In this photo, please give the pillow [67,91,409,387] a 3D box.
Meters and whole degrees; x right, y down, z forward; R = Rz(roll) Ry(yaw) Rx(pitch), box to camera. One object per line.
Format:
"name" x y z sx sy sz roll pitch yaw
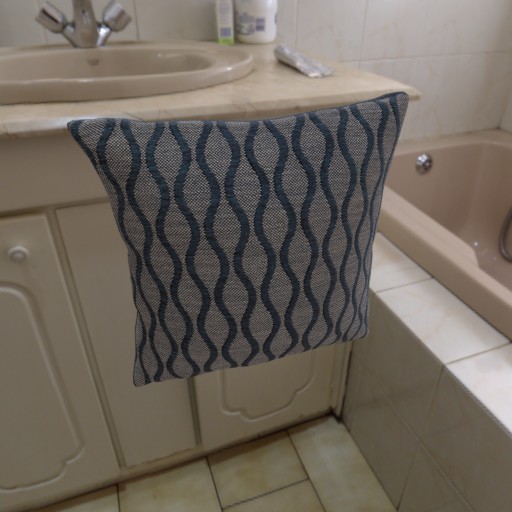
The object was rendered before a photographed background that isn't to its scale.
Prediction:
"pillow" 0.000 0.000 0.652 0.435 0.435 0.159 -9 34 -15
